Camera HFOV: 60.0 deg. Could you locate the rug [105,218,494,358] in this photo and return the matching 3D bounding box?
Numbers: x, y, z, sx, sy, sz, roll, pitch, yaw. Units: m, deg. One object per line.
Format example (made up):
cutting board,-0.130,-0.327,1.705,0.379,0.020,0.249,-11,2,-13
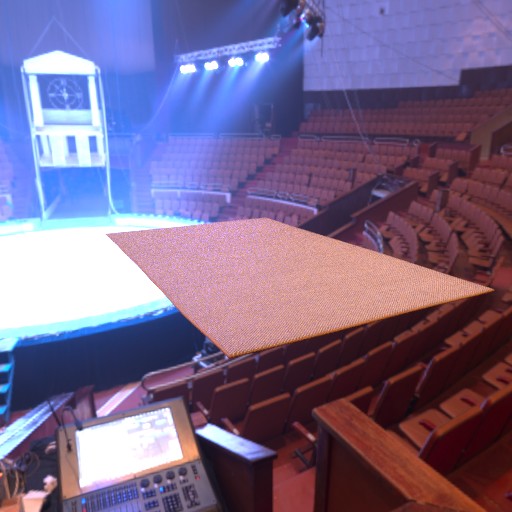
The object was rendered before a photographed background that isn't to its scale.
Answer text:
rug,0.000,0.000,2.073,1.078,0.013,1.678,-8,17,-27
